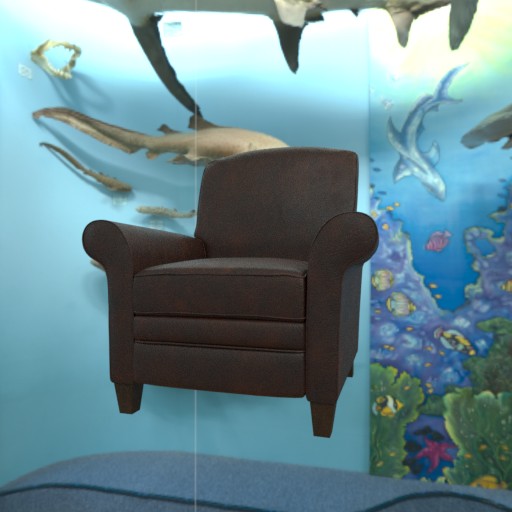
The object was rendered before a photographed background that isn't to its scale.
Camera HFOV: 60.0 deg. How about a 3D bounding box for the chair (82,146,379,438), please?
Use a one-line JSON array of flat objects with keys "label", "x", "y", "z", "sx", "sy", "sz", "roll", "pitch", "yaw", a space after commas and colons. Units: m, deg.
[{"label": "chair", "x": 0.000, "y": 0.000, "z": 1.781, "sx": 0.978, "sy": 1.061, "sz": 0.902, "roll": 0, "pitch": 0, "yaw": 17}]
